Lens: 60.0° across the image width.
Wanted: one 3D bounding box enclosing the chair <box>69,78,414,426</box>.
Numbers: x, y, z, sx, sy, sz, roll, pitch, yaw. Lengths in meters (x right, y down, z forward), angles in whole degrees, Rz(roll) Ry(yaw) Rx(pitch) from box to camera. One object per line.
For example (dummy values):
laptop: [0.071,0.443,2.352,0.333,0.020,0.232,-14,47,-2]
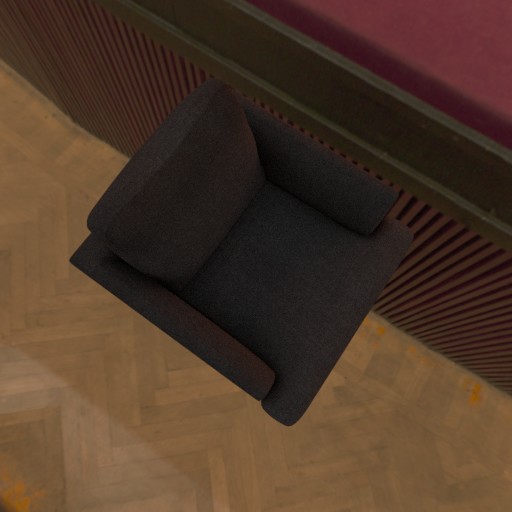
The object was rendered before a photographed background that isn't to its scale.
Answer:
chair: [0.000,0.000,1.630,0.899,0.957,0.858,34,77,9]
